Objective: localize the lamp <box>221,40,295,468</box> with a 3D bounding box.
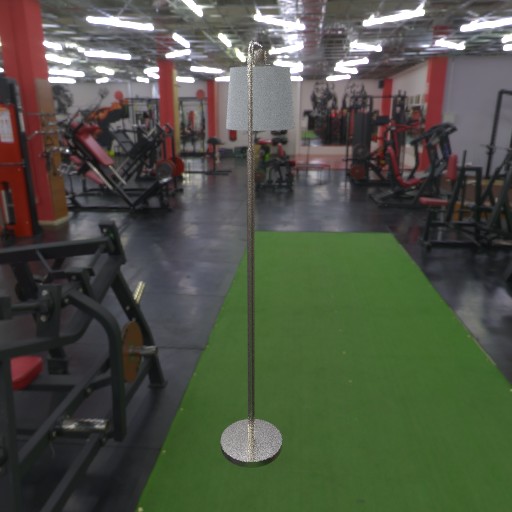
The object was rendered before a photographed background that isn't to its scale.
[{"bbox_3d":[0.000,0.000,1.660,0.254,1.478,0.508,2,17,7],"label":"lamp"}]
